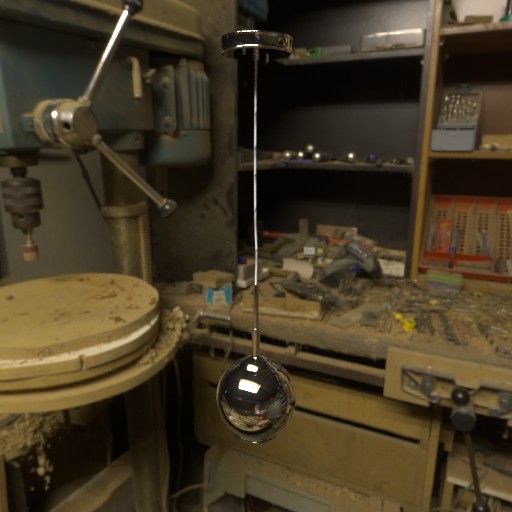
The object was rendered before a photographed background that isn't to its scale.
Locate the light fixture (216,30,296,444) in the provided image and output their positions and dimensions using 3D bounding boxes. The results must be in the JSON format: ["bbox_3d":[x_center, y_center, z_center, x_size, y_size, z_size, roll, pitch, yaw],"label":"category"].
[{"bbox_3d":[0.000,0.000,1.715,0.336,1.538,0.336,7,16,26],"label":"light fixture"}]
